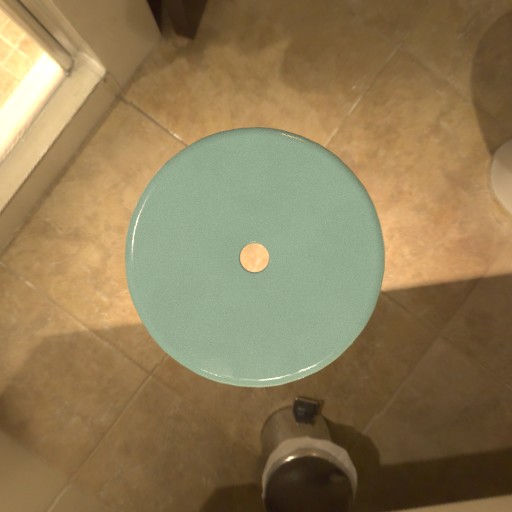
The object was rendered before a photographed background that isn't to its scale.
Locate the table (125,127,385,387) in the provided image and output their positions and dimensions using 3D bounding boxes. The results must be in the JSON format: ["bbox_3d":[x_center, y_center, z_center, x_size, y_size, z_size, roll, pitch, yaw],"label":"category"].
[{"bbox_3d":[0.000,0.000,0.631,0.325,0.388,0.325,0,91,0],"label":"table"}]
